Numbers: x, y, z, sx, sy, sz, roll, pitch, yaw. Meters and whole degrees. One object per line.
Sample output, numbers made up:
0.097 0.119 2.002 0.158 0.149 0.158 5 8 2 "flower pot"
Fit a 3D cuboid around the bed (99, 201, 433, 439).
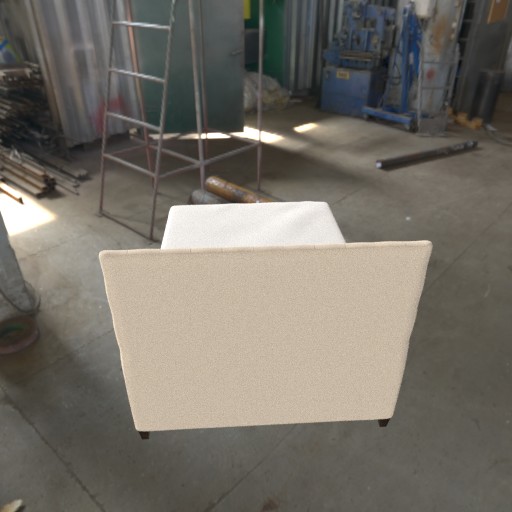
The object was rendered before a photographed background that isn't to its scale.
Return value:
0.000 0.000 3.499 1.696 1.426 2.233 -2 32 -3 "bed"
